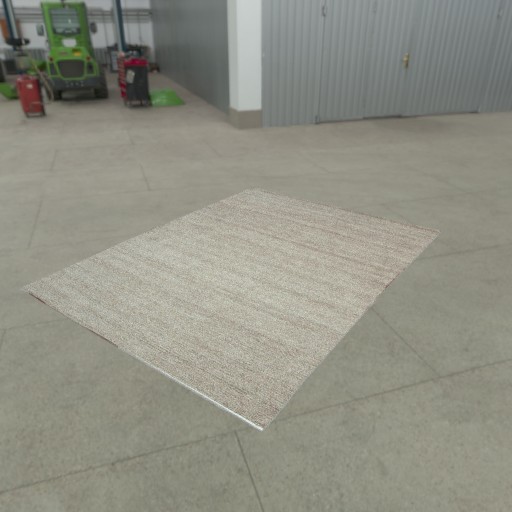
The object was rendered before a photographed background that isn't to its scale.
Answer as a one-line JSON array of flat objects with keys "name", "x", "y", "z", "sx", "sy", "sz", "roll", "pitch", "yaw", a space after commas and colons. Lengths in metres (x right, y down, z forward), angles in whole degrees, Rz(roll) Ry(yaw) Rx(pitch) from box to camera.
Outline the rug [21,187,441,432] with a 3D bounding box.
[{"name": "rug", "x": 0.000, "y": 0.000, "z": 4.108, "sx": 2.434, "sy": 0.045, "sz": 3.202, "roll": 19, "pitch": 33, "yaw": 32}]
